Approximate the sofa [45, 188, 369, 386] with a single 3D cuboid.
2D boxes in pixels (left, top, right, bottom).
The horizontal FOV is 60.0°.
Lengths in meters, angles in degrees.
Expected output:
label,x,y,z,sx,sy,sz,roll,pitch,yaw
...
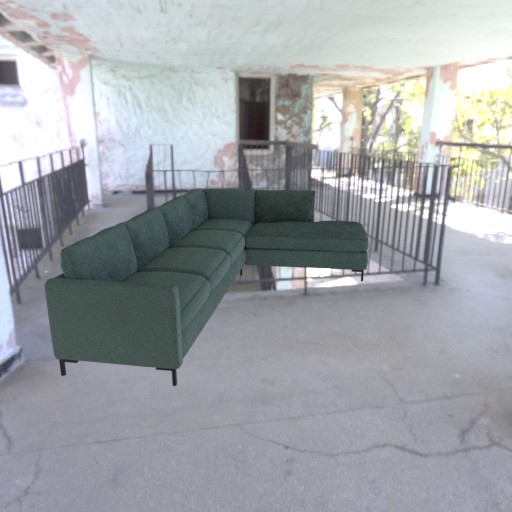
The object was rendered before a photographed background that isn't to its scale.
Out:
label,x,y,z,sx,sy,sz,roll,pitch,yaw
sofa,0.000,0.000,3.216,1.707,0.687,2.486,2,16,9
